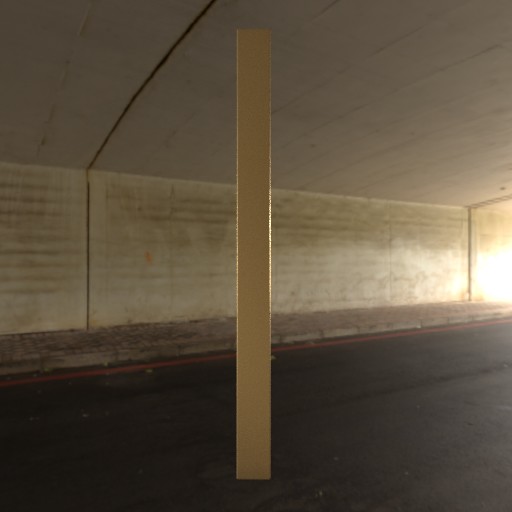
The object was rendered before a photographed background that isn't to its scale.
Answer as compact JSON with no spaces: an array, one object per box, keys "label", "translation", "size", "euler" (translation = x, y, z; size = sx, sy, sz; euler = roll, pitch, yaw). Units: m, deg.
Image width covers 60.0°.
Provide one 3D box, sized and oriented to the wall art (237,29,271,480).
[{"label":"wall art","translation":[0.000,0.000,0.452],"size":[0.023,0.305,0.305],"euler":[0,-1,1]}]
